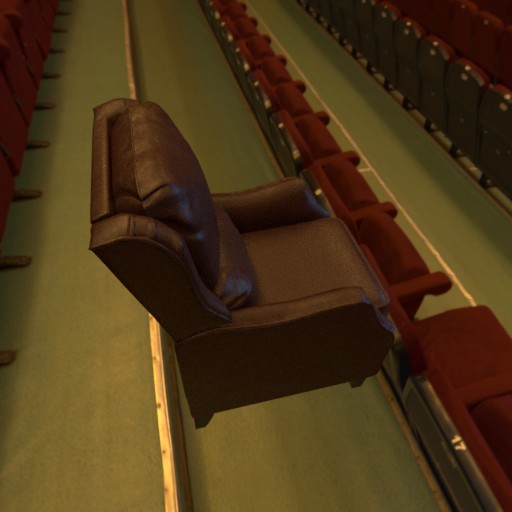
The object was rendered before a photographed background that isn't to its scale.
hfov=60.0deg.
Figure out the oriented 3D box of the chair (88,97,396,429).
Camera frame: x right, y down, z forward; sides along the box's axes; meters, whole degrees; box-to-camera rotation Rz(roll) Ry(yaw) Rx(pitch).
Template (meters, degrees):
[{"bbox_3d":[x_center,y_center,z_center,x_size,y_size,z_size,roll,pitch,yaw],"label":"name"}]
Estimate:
[{"bbox_3d":[0.000,0.000,1.701,0.982,1.132,0.770,-10,46,-10],"label":"chair"}]
